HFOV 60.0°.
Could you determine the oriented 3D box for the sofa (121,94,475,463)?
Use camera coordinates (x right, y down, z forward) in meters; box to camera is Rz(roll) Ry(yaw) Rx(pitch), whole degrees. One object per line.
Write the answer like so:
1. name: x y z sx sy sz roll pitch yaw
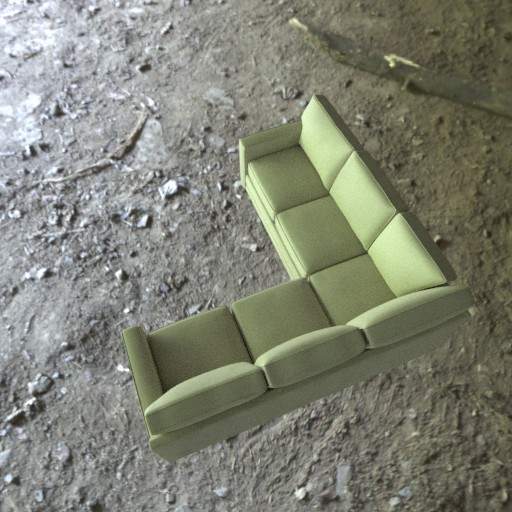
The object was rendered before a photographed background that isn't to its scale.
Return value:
1. sofa: 0.000 0.000 3.417 2.189 0.939 2.182 -19 61 -11
